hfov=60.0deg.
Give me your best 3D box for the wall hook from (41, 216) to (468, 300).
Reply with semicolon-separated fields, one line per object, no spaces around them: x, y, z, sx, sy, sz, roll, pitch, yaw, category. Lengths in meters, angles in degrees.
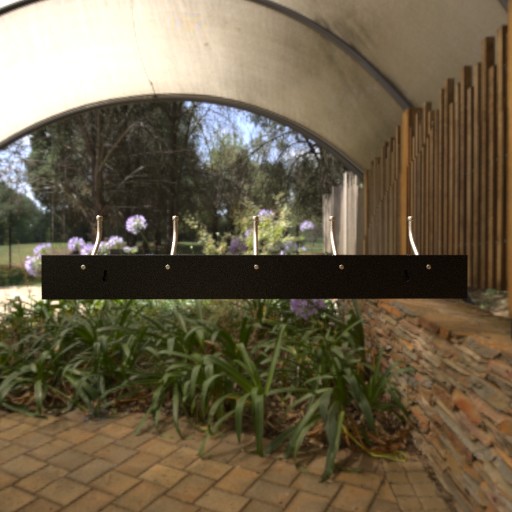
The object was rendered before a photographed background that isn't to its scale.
0.000;0.000;0.629;0.571;0.117;0.071;0;1;-1;wall hook
